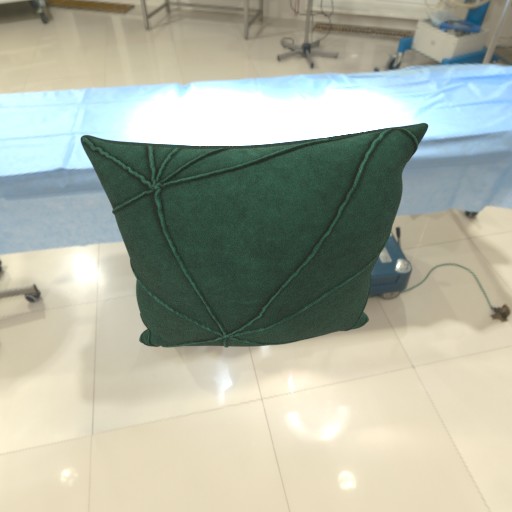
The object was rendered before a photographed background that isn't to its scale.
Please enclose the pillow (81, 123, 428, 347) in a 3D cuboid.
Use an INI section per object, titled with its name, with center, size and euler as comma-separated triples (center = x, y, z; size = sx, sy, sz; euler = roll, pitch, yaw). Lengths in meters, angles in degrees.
[pillow]
center = 0.000, 0.000, 0.691
size = 0.439, 0.440, 0.184
euler = -4, 46, -4
